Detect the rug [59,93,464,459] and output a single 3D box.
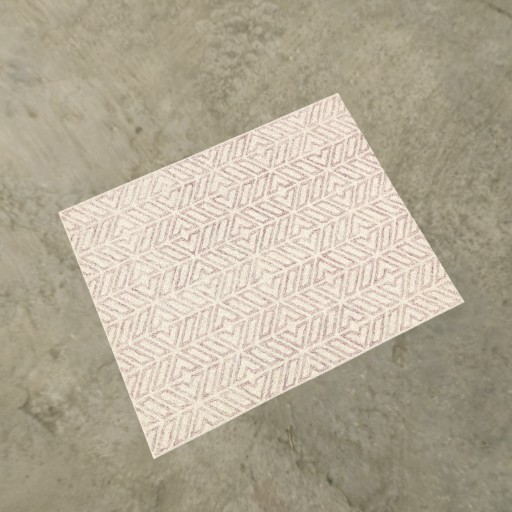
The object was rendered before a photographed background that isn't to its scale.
[{"bbox_3d":[0.000,0.000,4.140,3.045,0.008,2.421,-25,76,-6],"label":"rug"}]
